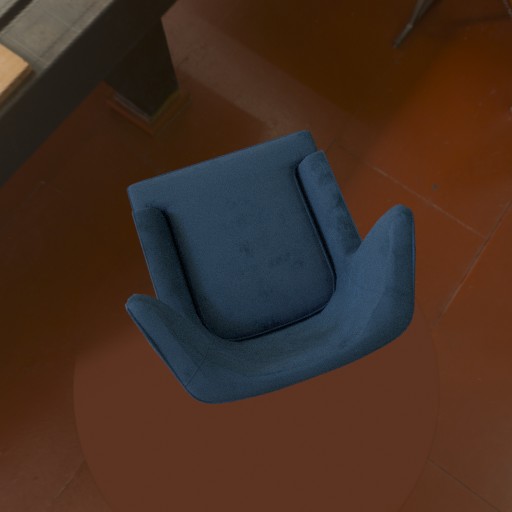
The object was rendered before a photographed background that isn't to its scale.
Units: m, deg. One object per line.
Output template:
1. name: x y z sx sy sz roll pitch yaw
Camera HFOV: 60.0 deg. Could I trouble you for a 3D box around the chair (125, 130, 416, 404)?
1. chair: 0.000 0.000 1.630 0.793 0.952 0.910 -19 76 -5
